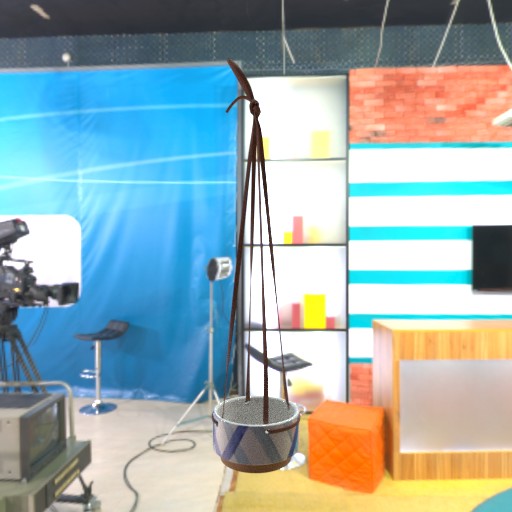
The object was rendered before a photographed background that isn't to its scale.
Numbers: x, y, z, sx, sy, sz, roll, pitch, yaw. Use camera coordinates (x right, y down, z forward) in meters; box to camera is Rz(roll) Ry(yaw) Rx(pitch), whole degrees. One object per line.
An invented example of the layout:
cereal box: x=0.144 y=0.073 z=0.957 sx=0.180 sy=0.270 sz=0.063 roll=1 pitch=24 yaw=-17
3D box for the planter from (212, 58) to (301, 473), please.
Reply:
planter: x=0.000 y=0.000 z=0.831 sx=0.166 sy=0.751 sz=0.166 roll=0 pitch=0 yaw=-36
